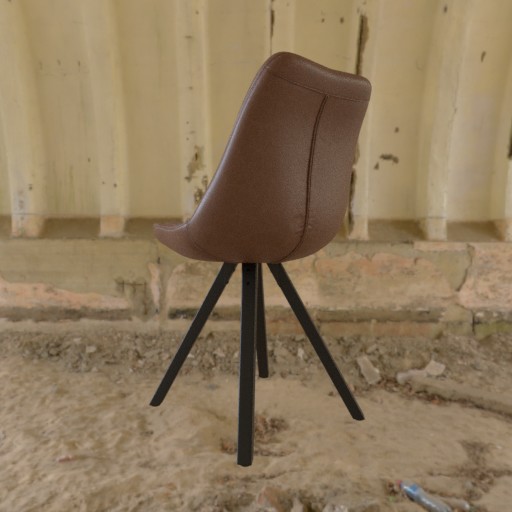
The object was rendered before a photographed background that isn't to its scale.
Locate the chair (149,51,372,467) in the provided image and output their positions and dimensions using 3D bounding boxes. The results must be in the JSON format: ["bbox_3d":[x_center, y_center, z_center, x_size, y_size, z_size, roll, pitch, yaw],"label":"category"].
[{"bbox_3d":[0.000,0.000,1.185,0.475,0.850,0.550,-2,4,-38],"label":"chair"}]
